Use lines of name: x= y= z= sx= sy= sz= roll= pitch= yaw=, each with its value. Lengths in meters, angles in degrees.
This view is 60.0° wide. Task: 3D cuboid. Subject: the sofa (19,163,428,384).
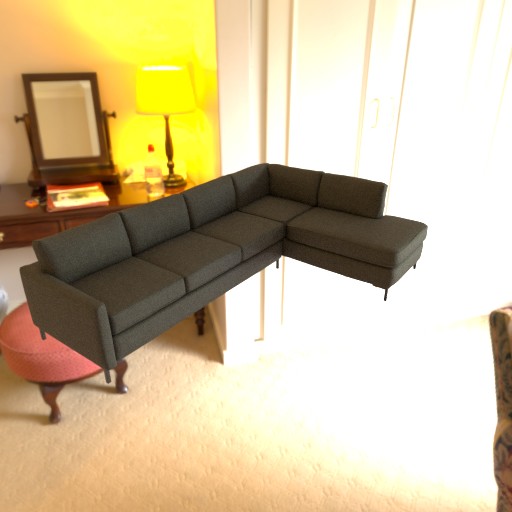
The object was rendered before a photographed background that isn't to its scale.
sofa: x=0.000 y=0.000 z=3.720 sx=1.984 sy=0.858 sz=2.972 roll=18 pitch=31 yaw=33
